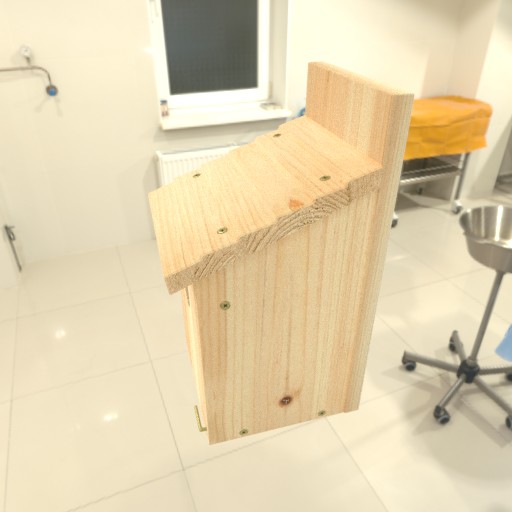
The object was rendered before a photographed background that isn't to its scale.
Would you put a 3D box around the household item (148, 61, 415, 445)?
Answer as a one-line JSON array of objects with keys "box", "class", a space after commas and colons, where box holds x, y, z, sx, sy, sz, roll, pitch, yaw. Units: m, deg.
[{"box": [0.000, 0.000, 0.401, 0.171, 0.300, 0.149, -8, 32, -13], "class": "household item"}]
